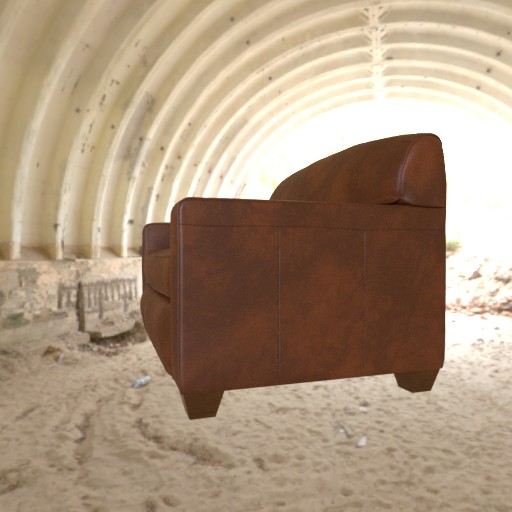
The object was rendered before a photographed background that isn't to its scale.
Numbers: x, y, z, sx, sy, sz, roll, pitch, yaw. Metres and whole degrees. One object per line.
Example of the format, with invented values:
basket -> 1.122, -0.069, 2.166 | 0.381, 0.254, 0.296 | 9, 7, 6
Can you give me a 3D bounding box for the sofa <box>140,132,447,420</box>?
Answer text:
sofa -> 0.000, 0.000, 2.055 | 1.000, 0.956, 1.413 | 0, 1, -18
